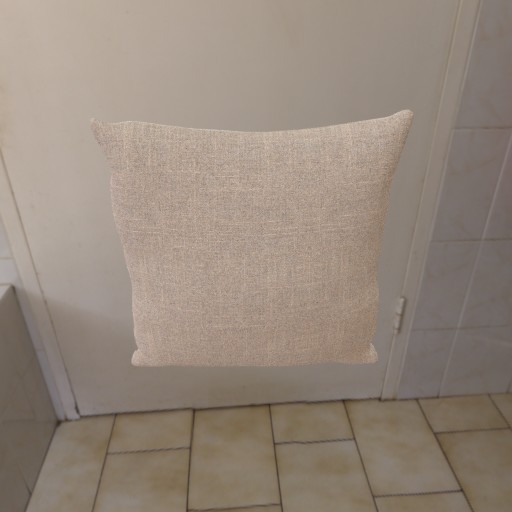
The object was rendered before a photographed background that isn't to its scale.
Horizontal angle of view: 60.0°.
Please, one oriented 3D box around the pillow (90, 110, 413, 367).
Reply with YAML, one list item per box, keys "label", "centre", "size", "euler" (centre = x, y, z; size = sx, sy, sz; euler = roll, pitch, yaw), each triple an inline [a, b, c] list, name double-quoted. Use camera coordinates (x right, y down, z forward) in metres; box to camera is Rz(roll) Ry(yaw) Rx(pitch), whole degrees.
- label: "pillow"
  centre: [0.000, 0.000, 0.692]
  size: [0.439, 0.440, 0.182]
  euler: [-1, 30, -2]
